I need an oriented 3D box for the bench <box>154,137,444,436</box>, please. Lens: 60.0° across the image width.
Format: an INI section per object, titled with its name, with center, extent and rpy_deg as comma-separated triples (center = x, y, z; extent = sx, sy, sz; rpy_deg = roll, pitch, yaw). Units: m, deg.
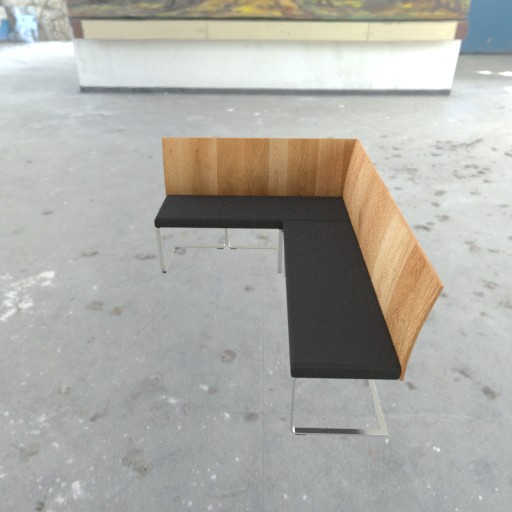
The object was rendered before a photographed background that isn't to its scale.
[bench]
center = 0.000, 0.000, 2.784
extent = 1.495, 0.930, 1.945
rpy_deg = 1, 31, 1
